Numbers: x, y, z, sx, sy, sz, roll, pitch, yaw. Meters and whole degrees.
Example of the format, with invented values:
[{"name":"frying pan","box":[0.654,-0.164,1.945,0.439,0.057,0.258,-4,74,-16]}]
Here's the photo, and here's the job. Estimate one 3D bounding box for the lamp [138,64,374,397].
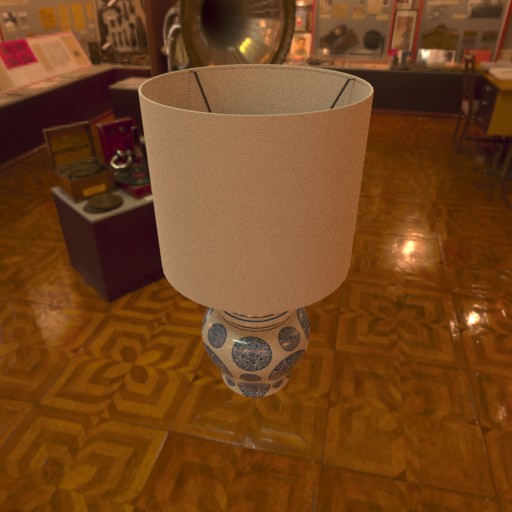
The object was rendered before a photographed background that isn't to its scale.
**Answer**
[{"name":"lamp","box":[0.000,0.000,0.517,0.215,0.381,0.215,8,34,13]}]
